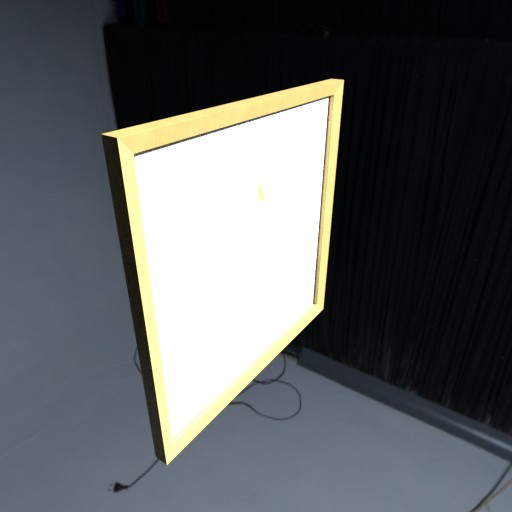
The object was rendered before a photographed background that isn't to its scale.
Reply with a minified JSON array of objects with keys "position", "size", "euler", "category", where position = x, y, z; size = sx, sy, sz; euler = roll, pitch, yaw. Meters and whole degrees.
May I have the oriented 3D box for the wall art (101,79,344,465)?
[{"position":[0.000,0.000,2.867],"size":[0.097,1.936,1.935],"euler":[19,35,31],"category":"wall art"}]
